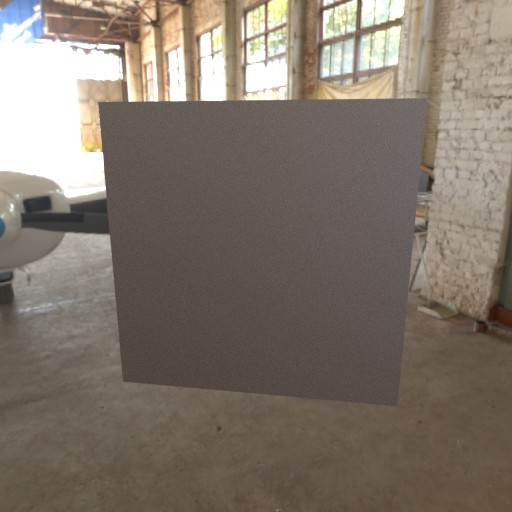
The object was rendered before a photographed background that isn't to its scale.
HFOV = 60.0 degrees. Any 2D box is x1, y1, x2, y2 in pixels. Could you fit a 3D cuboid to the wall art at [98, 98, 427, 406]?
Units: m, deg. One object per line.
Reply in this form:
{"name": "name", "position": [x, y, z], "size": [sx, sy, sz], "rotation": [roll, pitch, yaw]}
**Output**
{"name": "wall art", "position": [0.000, 0.000, 0.530], "size": [0.350, 0.350, 0.038], "rotation": [2, 16, 9]}
